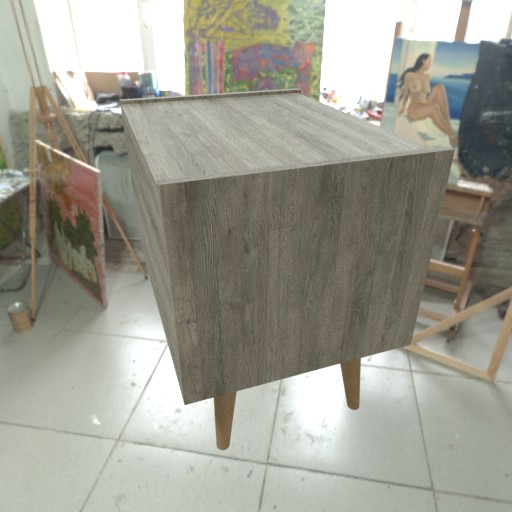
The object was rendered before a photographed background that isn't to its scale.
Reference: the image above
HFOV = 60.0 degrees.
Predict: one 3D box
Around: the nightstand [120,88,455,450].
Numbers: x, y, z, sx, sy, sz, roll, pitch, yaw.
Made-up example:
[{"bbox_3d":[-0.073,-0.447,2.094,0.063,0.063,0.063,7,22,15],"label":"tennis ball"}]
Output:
[{"bbox_3d":[0.000,0.000,0.827,0.380,0.500,0.480,-10,31,-17],"label":"nightstand"}]
